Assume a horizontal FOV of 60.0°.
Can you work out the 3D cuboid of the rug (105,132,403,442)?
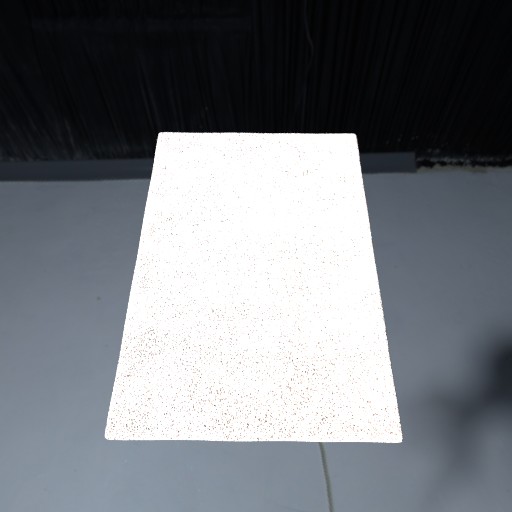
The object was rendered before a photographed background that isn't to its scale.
[{"bbox_3d":[0.000,0.000,2.276,1.219,0.030,1.778,1,58,0],"label":"rug"}]
